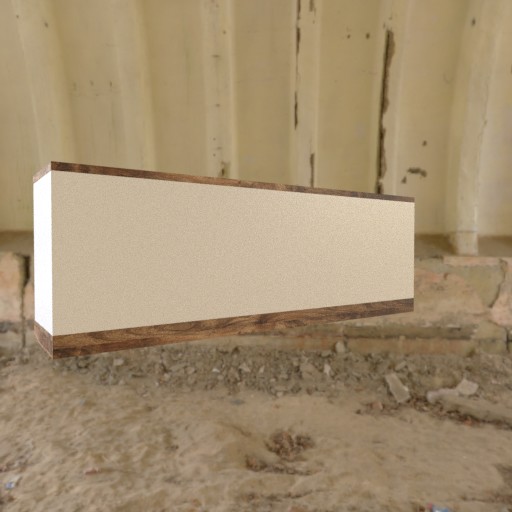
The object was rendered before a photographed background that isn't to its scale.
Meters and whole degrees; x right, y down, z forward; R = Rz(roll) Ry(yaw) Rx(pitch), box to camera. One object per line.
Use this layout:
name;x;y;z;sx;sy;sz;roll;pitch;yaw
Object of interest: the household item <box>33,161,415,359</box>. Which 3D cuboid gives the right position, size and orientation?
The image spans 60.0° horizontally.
household item;0.000;0.000;2.042;1.800;0.615;0.390;-1;2;-34
